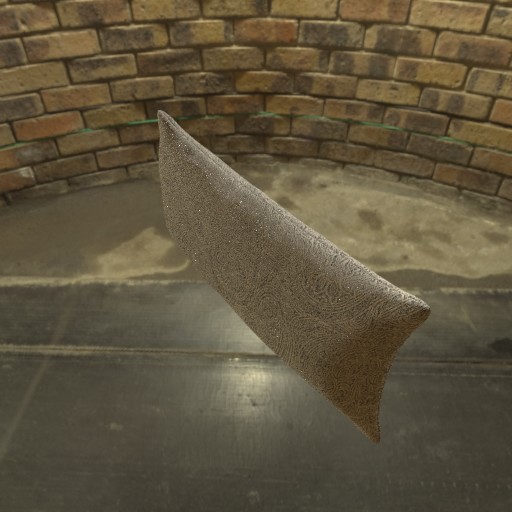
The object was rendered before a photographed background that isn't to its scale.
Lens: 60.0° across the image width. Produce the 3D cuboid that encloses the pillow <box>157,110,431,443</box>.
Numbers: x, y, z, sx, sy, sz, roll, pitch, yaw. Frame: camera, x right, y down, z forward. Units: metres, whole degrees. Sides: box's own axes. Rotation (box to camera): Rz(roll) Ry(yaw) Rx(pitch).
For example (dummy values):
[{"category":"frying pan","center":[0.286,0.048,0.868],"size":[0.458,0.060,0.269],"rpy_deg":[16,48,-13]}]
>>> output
[{"category":"pillow","center":[0.000,0.000,0.740],"size":[0.151,0.295,0.615],"rpy_deg":[-26,48,-26]}]
